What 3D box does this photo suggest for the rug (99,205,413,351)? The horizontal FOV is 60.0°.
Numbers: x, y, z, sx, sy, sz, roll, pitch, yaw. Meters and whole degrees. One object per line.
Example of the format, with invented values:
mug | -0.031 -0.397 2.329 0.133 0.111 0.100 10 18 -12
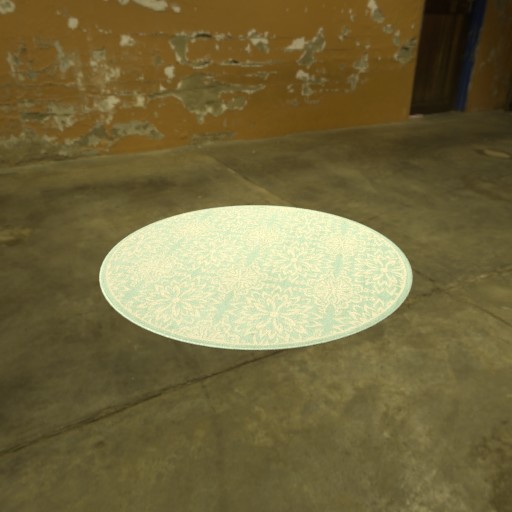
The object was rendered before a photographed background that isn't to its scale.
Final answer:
rug | 0.000 0.000 2.362 1.593 0.012 1.593 0 26 0
